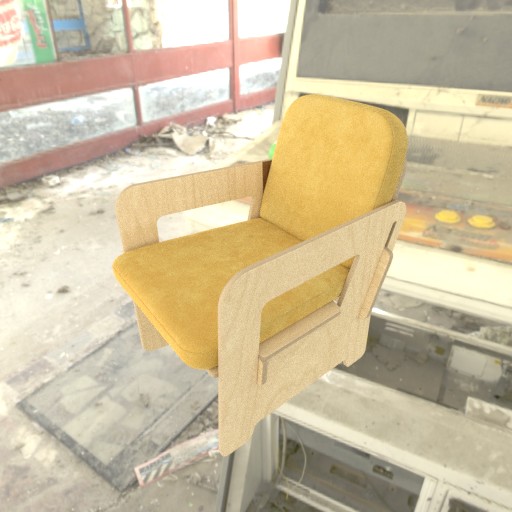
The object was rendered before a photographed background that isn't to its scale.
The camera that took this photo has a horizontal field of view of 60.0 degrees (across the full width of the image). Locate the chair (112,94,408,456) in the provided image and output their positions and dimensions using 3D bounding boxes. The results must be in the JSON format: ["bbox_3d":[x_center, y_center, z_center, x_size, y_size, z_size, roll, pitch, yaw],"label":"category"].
[{"bbox_3d":[0.000,0.000,1.289,0.710,0.800,0.590,-20,36,-30],"label":"chair"}]
